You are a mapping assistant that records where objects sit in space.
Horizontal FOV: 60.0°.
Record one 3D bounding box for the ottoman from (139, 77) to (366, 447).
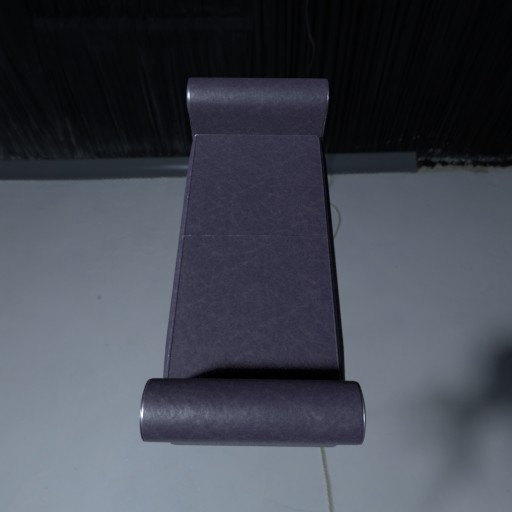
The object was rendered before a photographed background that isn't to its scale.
[{"bbox_3d":[0.000,0.000,1.514,0.521,0.547,1.256,1,58,0],"label":"ottoman"}]
